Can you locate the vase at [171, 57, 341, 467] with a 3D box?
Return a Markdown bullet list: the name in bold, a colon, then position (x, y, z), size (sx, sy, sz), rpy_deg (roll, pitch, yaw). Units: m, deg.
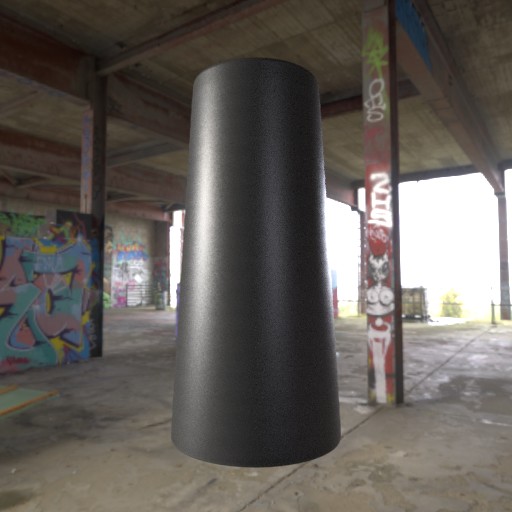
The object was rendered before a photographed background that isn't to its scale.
- **vase**: position (0.000, 0.000, 0.370), size (0.136, 0.289, 0.136), rpy_deg (2, -4, -35)
